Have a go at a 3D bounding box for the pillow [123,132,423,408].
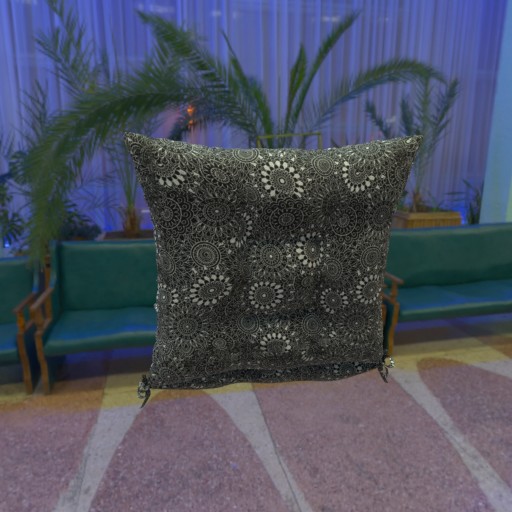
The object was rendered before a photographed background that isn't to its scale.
[{"bbox_3d":[0.000,0.000,1.020,0.541,0.536,0.585,-3,15,-10],"label":"pillow"}]
